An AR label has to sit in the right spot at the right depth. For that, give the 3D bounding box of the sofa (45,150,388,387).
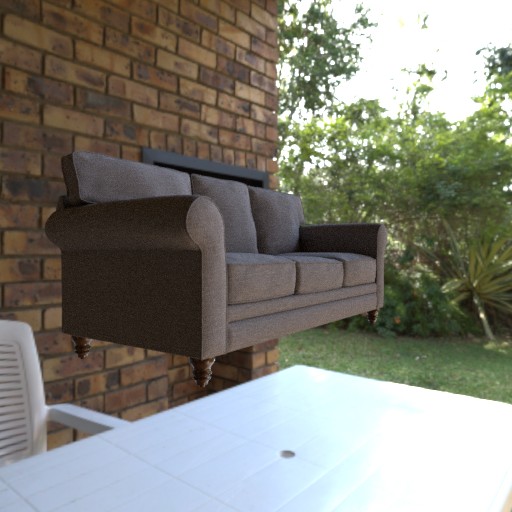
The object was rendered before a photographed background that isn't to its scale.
[{"bbox_3d":[0.000,0.000,2.595,0.916,0.961,2.084,0,1,35],"label":"sofa"}]
